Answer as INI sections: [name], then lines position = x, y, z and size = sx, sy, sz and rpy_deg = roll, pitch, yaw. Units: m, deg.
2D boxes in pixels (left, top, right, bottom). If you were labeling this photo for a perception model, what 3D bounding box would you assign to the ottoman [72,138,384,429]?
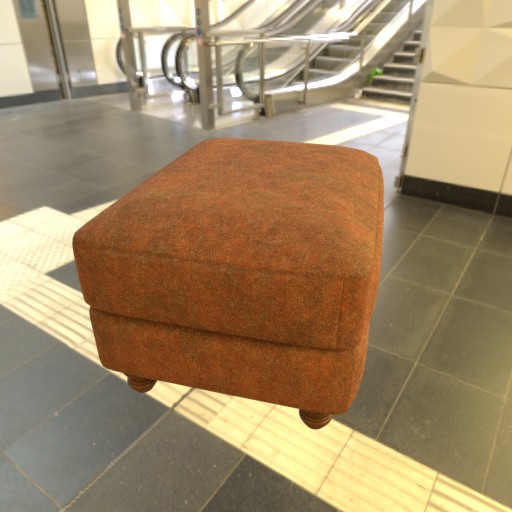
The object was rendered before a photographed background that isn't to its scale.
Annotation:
[ottoman]
position = 0.000, 0.000, 1.202
size = 0.635, 0.508, 0.787
rpy_deg = 7, 30, 13
